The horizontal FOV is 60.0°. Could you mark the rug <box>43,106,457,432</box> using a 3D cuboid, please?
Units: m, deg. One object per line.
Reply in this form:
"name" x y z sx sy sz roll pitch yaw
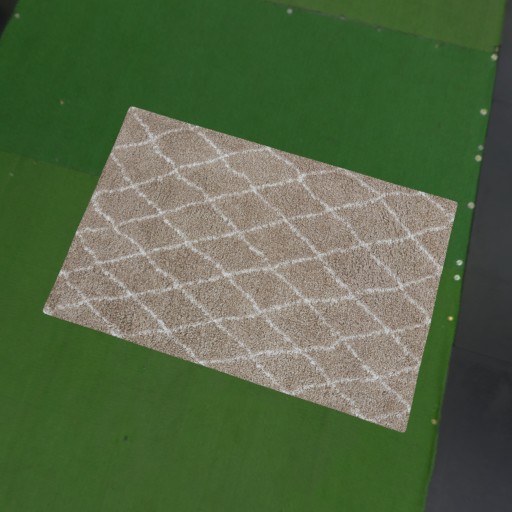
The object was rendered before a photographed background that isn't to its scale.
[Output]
"rug" 0.000 0.000 3.365 2.743 0.030 1.778 17 78 4
